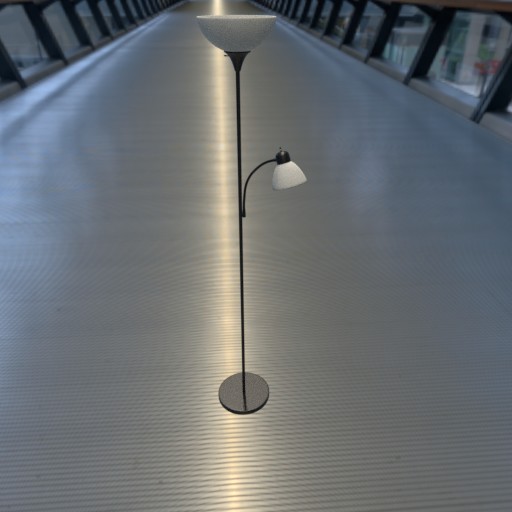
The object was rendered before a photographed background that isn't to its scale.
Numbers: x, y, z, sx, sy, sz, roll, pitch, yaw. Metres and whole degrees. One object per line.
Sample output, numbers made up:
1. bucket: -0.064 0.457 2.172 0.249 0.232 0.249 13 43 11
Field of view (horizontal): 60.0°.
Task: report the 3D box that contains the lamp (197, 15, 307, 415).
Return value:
1. lamp: 0.000 0.000 1.901 0.442 1.804 0.279 23 37 34
